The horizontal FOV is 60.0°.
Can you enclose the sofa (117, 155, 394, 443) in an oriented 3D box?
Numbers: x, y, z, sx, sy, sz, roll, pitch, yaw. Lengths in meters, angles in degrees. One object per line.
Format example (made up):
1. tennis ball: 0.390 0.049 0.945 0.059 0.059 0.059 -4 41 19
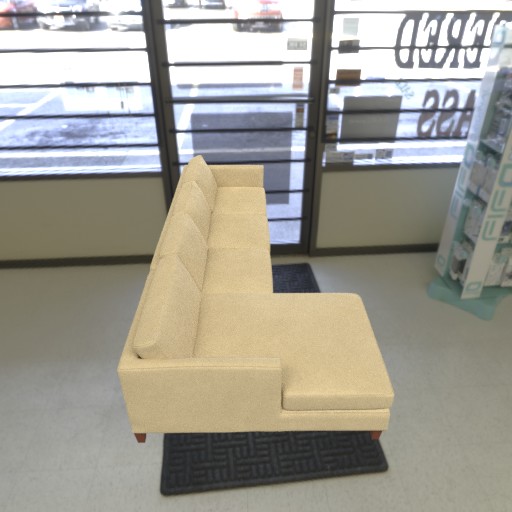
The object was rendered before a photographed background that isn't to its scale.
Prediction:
1. sofa: 0.000 0.000 3.946 1.625 0.846 3.186 -1 32 -1
